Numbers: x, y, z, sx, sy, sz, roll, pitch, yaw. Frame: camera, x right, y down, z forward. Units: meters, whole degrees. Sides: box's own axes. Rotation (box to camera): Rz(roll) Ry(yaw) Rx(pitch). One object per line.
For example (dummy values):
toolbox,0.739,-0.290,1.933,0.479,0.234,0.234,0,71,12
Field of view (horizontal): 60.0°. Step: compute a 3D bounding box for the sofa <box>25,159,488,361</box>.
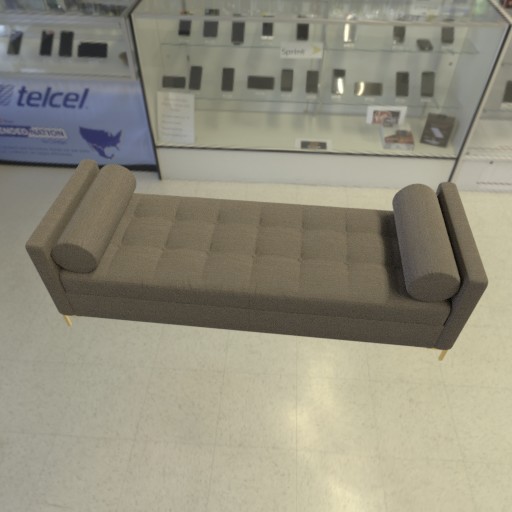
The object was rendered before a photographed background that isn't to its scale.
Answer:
sofa,0.000,0.000,2.314,1.981,0.635,0.686,4,46,4
